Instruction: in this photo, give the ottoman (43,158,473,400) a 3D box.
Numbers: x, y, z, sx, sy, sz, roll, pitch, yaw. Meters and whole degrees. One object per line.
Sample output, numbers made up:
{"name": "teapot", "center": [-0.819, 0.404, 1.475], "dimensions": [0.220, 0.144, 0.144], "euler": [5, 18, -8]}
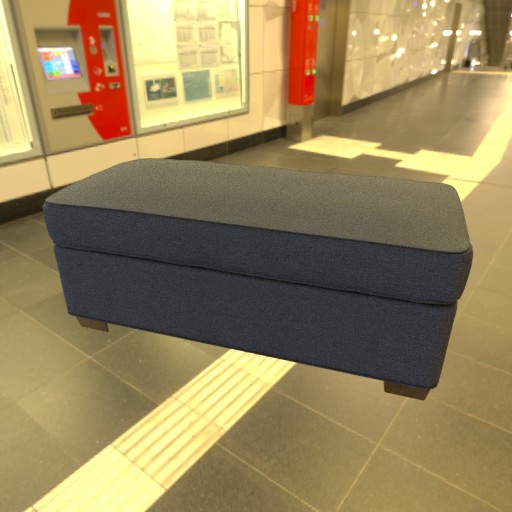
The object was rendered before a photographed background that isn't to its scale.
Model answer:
{"name": "ottoman", "center": [0.000, 0.000, 1.352], "dimensions": [1.110, 0.460, 0.515], "euler": [8, 28, 16]}
